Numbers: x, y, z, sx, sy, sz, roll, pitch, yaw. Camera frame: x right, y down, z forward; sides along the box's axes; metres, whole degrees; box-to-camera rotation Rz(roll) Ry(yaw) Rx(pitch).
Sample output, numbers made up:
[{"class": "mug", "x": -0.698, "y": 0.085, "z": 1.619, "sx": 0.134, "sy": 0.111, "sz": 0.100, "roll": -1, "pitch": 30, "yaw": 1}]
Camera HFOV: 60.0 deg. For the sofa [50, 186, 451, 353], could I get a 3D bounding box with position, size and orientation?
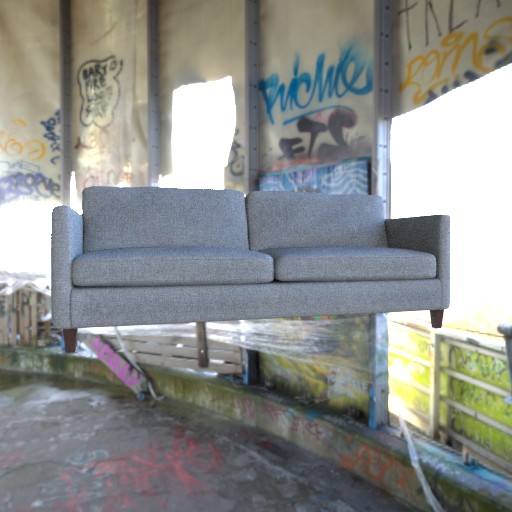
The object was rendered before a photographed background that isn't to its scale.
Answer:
[{"class": "sofa", "x": 0.000, "y": 0.000, "z": 2.990, "sx": 2.434, "sy": 0.951, "sz": 0.948, "roll": 0, "pitch": 2, "yaw": -17}]
